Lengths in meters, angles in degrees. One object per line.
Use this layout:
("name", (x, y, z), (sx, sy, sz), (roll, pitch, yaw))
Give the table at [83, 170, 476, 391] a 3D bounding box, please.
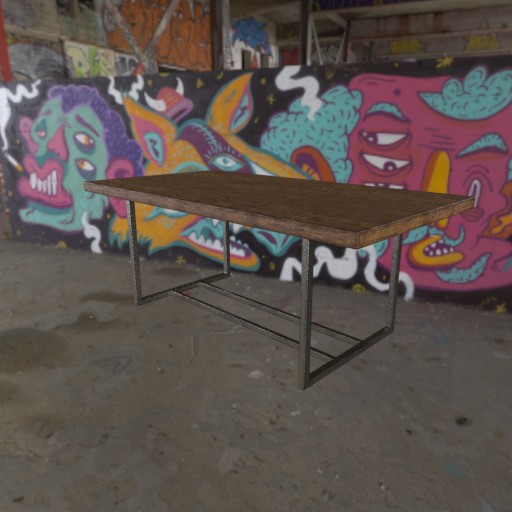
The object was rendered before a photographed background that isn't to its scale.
("table", (0.000, 0.000, 2.600), (1.989, 0.795, 1.078), (15, 22, 42))
